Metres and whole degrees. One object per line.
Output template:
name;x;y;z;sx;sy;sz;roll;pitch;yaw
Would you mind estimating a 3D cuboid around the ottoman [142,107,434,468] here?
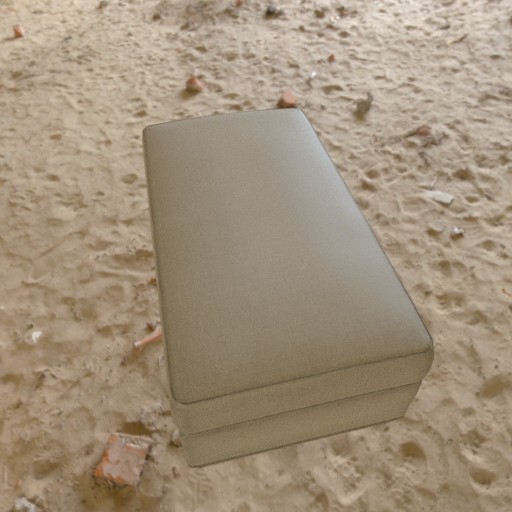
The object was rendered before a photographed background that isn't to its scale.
ottoman;0.000;0.000;1.428;0.617;0.461;1.097;-10;49;-9
